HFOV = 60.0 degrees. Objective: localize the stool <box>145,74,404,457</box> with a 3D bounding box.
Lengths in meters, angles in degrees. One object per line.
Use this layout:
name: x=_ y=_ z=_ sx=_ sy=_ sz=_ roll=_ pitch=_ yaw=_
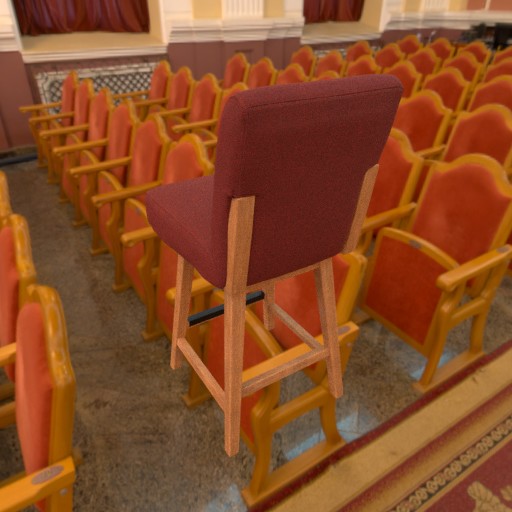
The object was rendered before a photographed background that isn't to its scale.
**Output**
stool: x=0.000 y=0.000 z=1.300 sx=0.468 sy=1.038 sz=0.562 roll=-18 pitch=35 yaw=-27
